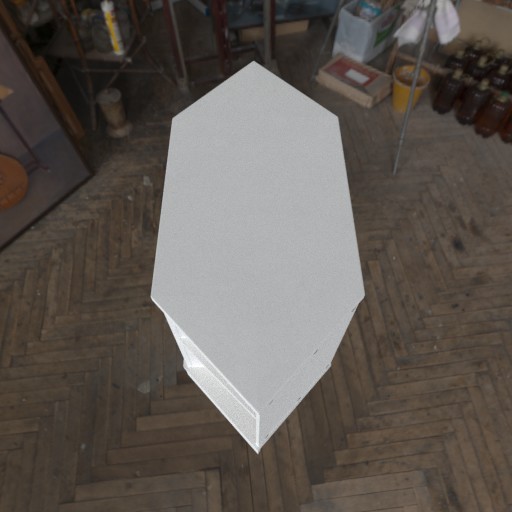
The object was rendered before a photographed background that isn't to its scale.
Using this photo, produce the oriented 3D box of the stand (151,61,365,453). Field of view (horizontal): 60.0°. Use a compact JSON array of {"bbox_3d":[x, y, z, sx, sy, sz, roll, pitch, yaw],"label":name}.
[{"bbox_3d":[0.000,0.000,1.387,0.477,0.614,1.072,-1,59,0],"label":"stand"}]
